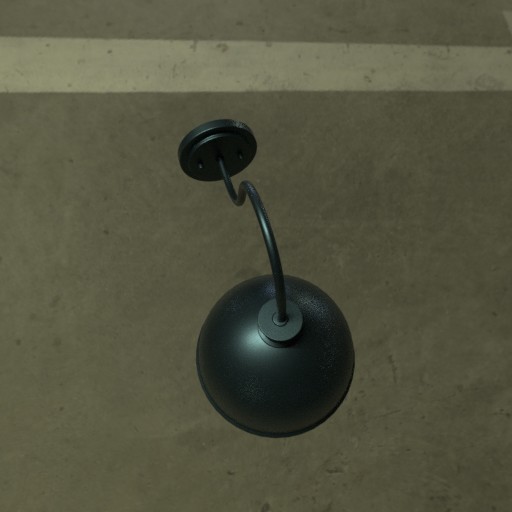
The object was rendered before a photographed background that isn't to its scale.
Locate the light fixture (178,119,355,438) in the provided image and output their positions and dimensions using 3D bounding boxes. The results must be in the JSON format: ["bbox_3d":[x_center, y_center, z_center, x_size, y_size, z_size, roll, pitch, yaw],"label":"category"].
[{"bbox_3d":[0.000,0.000,0.630,0.253,0.295,0.467,-15,64,-8],"label":"light fixture"}]
